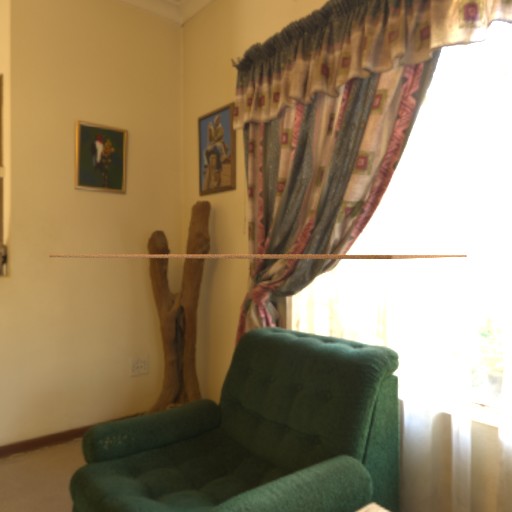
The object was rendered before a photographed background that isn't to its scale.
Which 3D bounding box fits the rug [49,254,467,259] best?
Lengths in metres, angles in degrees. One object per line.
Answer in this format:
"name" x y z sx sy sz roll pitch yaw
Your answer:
"rug" 0.000 0.000 2.327 1.829 0.014 1.219 0 0 35
